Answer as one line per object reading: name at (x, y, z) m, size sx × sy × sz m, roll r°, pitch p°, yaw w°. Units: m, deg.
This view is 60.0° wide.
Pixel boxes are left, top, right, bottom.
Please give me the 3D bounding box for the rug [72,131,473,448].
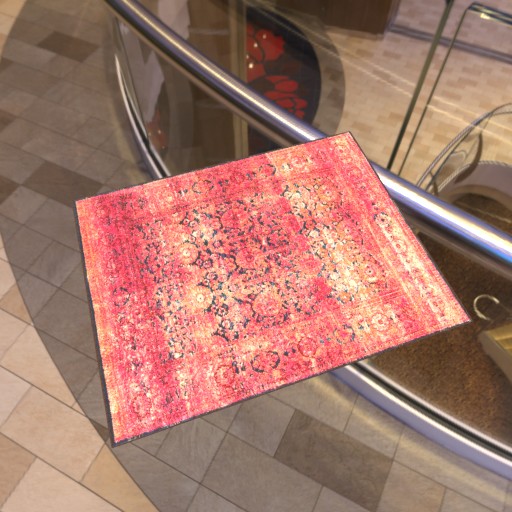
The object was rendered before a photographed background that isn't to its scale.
rug at (0.000, 0.000, 4.046) m, size 3.032 × 0.020 × 2.411 m, roll -16°, pitch 59°, yaw -10°
